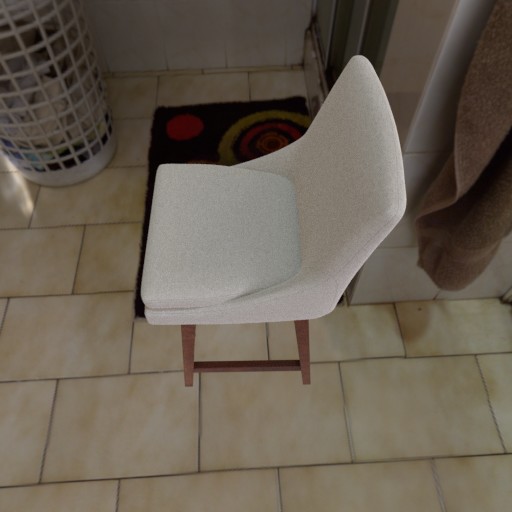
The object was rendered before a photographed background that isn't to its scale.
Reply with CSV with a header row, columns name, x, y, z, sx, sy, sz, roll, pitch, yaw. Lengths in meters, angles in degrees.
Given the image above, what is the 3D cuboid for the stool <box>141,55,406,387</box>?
name,x,y,z,sx,sy,sz,roll,pitch,yaw
stool,0.000,0.000,1.280,0.559,0.991,0.469,-1,58,-1
